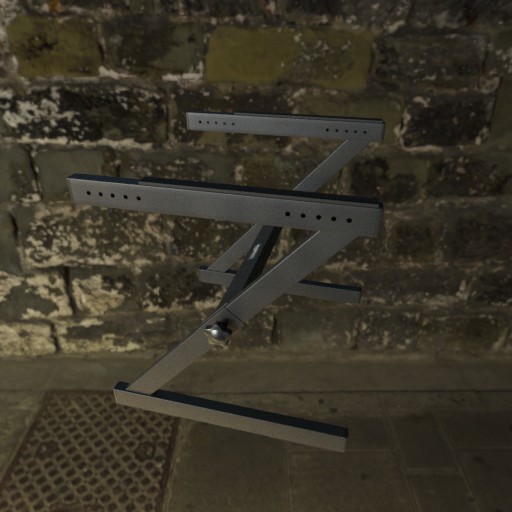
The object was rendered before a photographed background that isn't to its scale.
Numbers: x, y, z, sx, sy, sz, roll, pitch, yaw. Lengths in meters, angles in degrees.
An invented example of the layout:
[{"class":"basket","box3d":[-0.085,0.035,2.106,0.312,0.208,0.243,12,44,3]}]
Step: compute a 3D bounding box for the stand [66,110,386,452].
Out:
[{"class":"stand","box3d":[0.000,0.000,1.186,0.586,0.617,0.700,7,31,13]}]
